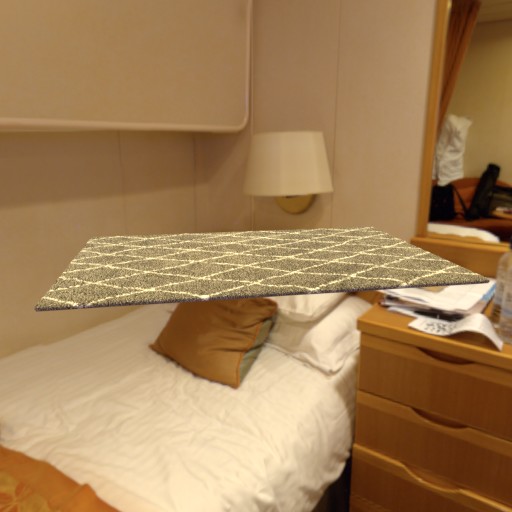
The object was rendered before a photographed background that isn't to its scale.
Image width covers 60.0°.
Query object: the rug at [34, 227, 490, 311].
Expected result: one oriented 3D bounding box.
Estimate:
[{"bbox_3d":[0.000,0.000,3.448,2.743,0.030,1.778,-3,15,-10],"label":"rug"}]
